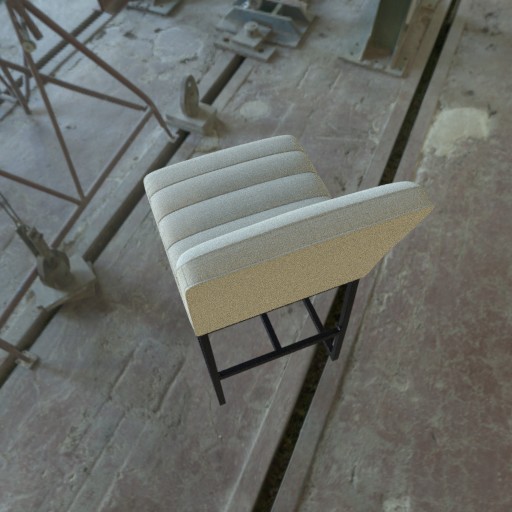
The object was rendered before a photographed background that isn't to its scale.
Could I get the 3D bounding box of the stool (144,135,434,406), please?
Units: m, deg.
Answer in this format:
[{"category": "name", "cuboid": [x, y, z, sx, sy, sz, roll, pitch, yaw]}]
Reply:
[{"category": "stool", "cuboid": [0.000, 0.000, 1.232, 0.460, 0.940, 0.560, -18, 60, -11]}]
